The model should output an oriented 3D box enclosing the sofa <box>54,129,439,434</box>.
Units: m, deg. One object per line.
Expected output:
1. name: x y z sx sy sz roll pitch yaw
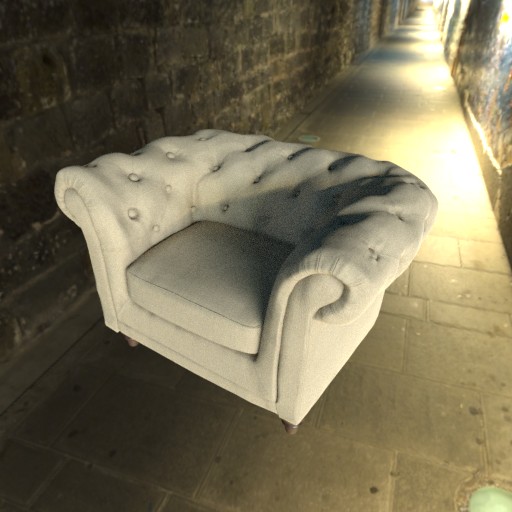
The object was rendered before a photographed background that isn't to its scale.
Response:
1. sofa: 0.000 0.000 1.998 1.405 0.878 1.034 19 36 29
